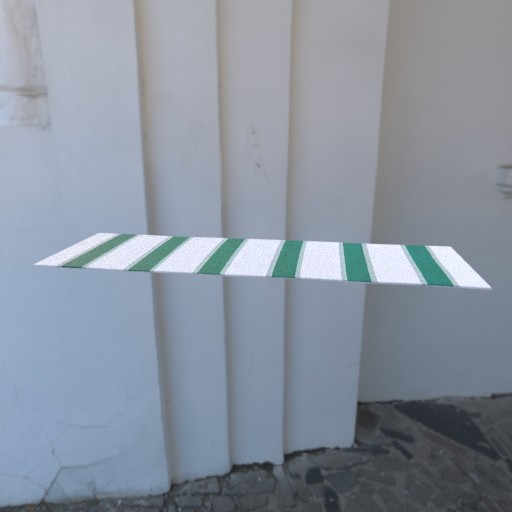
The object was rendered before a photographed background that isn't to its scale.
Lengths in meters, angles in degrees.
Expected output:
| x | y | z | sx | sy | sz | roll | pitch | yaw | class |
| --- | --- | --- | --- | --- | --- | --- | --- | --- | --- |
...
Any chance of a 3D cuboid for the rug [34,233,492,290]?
| x | y | z | sx | sy | sz | roll | pitch | yaw | class |
| --- | --- | --- | --- | --- | --- | --- | --- | --- | --- |
| 0.000 | 0.000 | 2.688 | 2.438 | 0.012 | 0.768 | 3 | 17 | 8 | rug |
